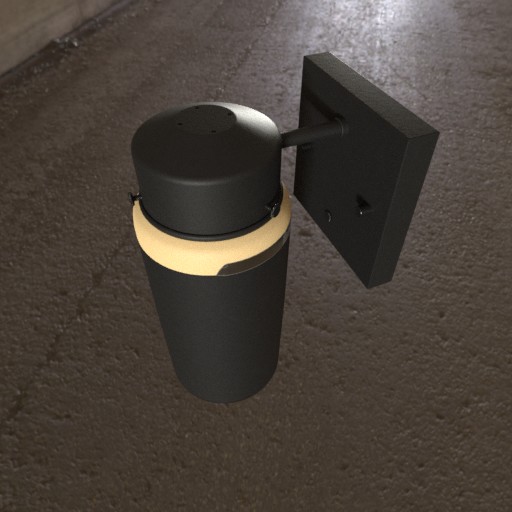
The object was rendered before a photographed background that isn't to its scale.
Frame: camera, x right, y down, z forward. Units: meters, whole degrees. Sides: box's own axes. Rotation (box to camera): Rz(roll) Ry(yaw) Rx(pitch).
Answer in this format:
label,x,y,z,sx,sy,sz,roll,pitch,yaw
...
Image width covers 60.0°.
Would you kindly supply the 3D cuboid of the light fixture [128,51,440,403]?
label,x,y,z,sx,sy,sz,roll,pitch,yaw
light fixture,0.000,0.000,0.363,0.176,0.257,0.130,-17,48,-16
